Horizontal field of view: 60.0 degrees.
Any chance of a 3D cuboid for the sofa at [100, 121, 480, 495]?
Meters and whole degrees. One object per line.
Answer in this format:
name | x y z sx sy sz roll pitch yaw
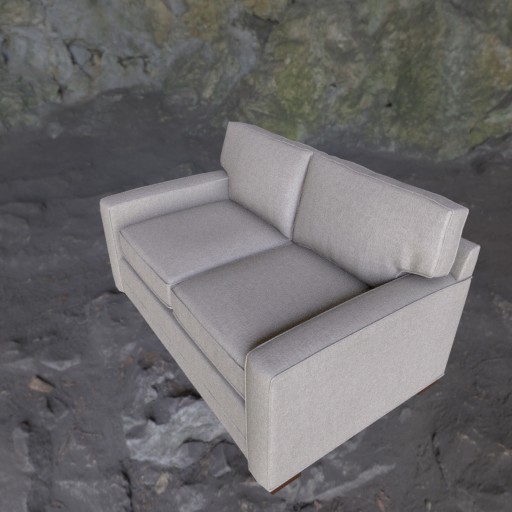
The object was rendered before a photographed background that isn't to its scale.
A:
sofa | 0.000 0.000 1.992 0.940 0.853 1.484 -19 36 -29
